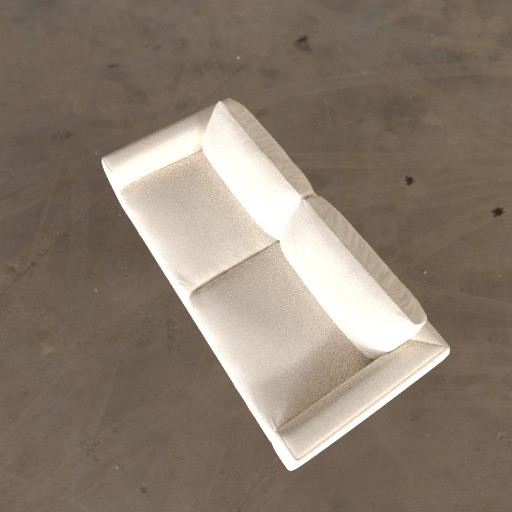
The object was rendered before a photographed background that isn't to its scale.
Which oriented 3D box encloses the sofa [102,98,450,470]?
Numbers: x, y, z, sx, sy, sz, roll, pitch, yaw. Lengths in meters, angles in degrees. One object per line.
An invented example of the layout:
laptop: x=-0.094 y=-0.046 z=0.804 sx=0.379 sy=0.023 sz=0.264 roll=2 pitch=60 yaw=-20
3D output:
sofa: x=0.000 y=0.000 z=2.794 sx=1.070 sy=0.801 sz=2.262 roll=-30 pitch=67 yaw=-15
